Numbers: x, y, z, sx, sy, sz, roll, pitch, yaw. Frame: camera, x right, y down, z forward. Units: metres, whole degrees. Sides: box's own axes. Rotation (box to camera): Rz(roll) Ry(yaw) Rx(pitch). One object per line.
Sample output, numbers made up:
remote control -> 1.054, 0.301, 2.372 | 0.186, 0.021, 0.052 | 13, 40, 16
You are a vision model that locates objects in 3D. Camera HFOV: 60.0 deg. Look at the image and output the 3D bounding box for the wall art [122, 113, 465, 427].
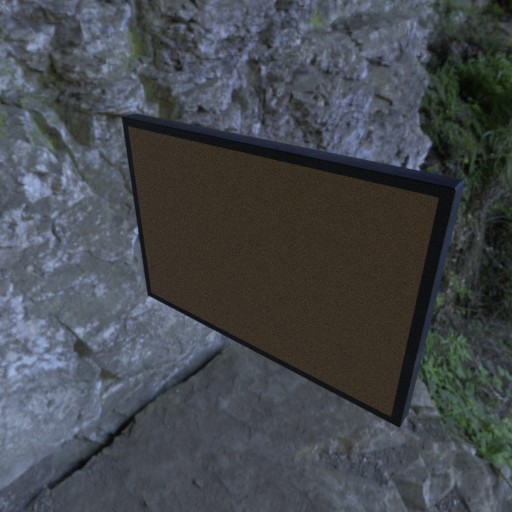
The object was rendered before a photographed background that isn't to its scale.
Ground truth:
wall art -> 0.000, 0.000, 0.783 | 0.610, 0.409, 0.038 | 21, 36, 32
